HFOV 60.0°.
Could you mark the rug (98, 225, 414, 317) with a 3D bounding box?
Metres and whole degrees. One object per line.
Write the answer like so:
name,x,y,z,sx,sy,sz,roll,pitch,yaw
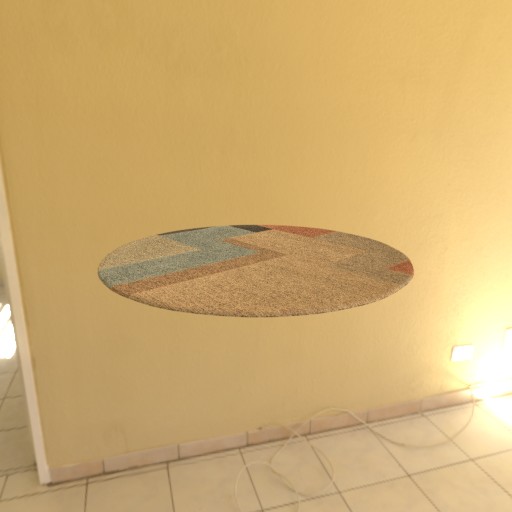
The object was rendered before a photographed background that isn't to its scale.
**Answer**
rug,0.000,0.000,3.641,2.461,0.033,2.461,0,16,0
